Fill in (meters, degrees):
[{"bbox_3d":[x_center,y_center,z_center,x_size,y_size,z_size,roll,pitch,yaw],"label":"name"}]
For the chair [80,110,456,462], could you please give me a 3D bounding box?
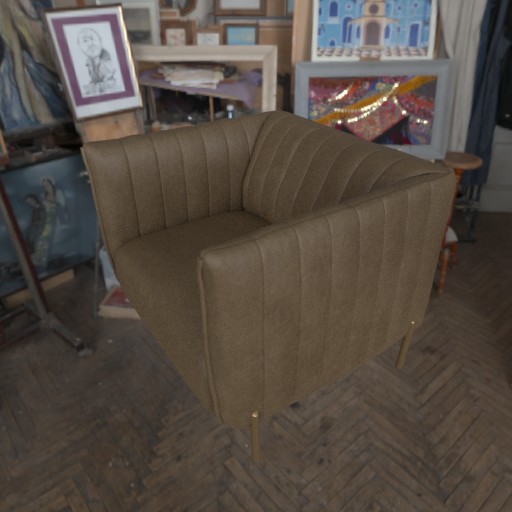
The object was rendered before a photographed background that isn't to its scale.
[{"bbox_3d":[0.000,0.000,1.621,0.876,0.779,0.981,-20,37,-28],"label":"chair"}]
